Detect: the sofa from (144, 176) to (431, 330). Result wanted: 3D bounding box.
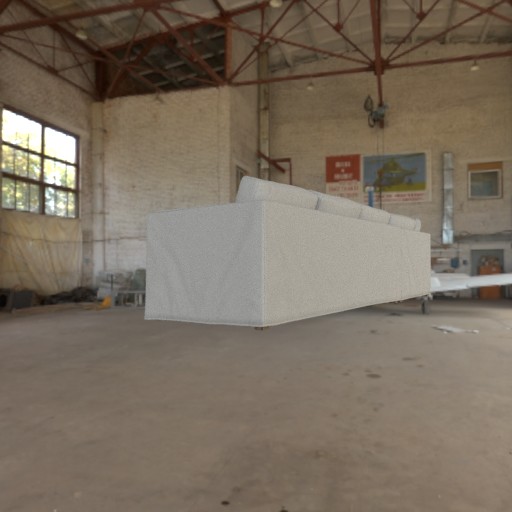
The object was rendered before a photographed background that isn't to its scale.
[{"bbox_3d":[0.000,0.000,4.265,2.432,0.871,3.182,-1,-1,36],"label":"sofa"}]
